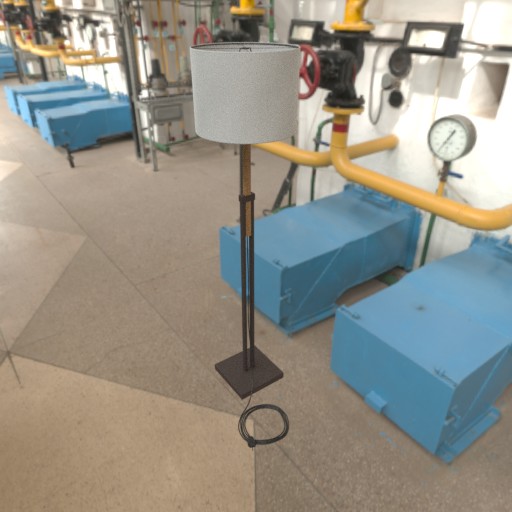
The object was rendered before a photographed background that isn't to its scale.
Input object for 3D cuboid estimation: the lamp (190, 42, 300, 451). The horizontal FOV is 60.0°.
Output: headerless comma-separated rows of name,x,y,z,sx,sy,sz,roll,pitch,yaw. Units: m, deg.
lamp,0.000,0.000,1.947,0.474,1.650,0.639,-19,35,-30
